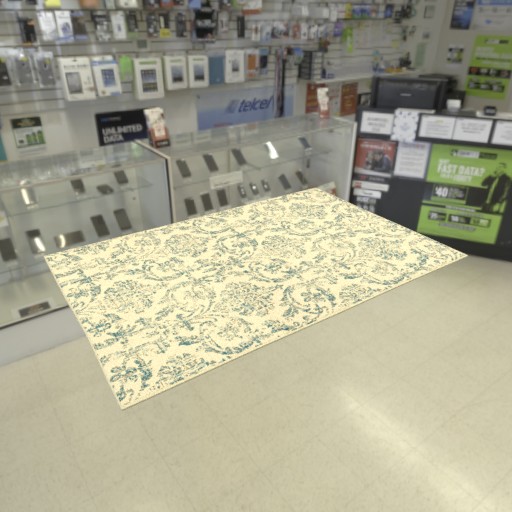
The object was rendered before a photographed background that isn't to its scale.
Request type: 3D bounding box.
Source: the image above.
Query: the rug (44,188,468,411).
[{"bbox_3d":[0.000,0.000,3.436,2.746,0.018,1.819,-18,34,-29],"label":"rug"}]
